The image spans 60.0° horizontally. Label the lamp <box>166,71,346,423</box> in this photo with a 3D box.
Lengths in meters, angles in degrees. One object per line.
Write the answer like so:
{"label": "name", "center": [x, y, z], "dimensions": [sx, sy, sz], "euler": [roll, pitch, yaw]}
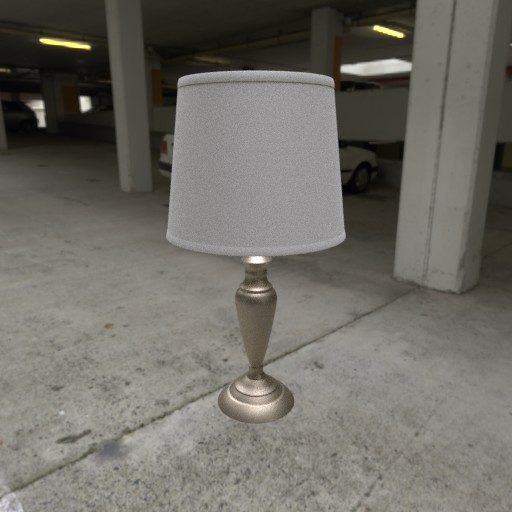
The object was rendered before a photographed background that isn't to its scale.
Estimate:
{"label": "lamp", "center": [0.000, 0.000, 0.839], "dimensions": [0.328, 0.619, 0.328], "euler": [0, 15, 0]}
